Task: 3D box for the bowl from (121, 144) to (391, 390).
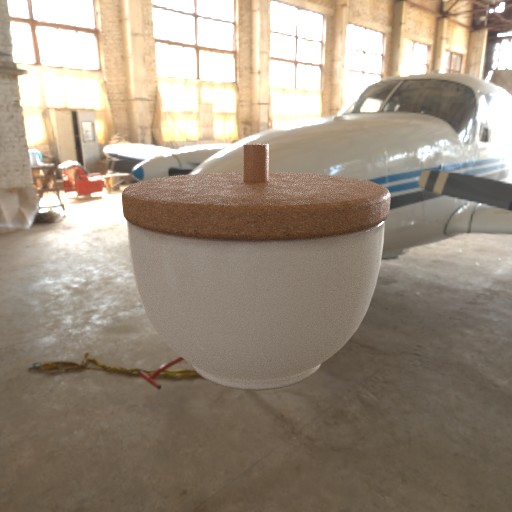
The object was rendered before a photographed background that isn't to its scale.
[{"bbox_3d":[0.000,0.000,0.226,0.126,0.110,0.126,0,16,0],"label":"bowl"}]
